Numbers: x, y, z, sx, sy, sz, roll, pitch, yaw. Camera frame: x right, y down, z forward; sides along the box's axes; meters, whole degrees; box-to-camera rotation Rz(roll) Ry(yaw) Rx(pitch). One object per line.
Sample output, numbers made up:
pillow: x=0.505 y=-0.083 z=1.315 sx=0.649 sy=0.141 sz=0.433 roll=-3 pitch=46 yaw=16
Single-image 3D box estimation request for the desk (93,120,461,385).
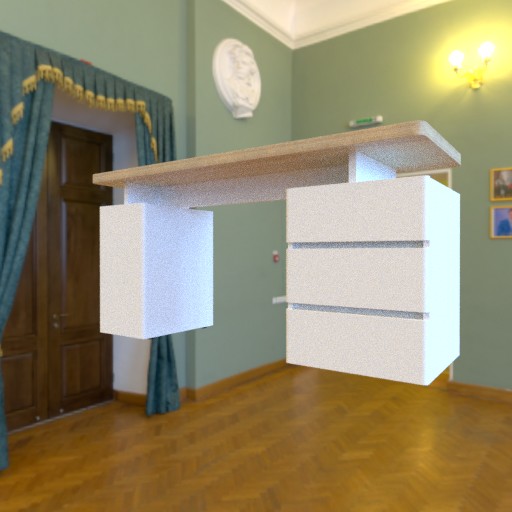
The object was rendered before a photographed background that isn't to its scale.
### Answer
desk: x=0.000 y=0.000 z=1.866 sx=1.500 sy=0.755 sz=0.550 roll=0 pitch=0 yaw=35
